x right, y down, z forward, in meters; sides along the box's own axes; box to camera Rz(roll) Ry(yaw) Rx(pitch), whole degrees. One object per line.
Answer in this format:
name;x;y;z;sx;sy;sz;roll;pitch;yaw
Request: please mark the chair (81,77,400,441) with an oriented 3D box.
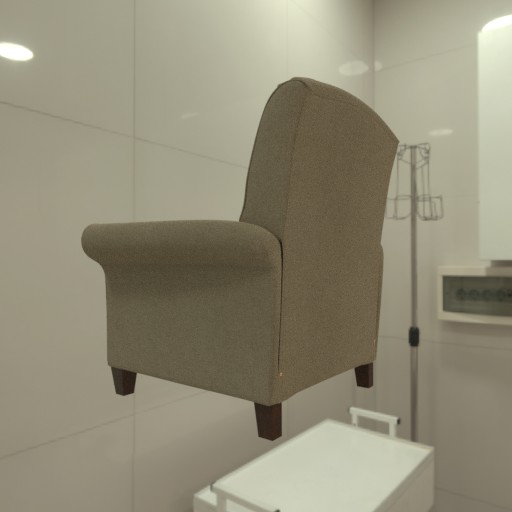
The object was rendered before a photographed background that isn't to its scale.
chair;0.000;0.000;1.742;0.905;1.061;0.978;-1;-1;38
